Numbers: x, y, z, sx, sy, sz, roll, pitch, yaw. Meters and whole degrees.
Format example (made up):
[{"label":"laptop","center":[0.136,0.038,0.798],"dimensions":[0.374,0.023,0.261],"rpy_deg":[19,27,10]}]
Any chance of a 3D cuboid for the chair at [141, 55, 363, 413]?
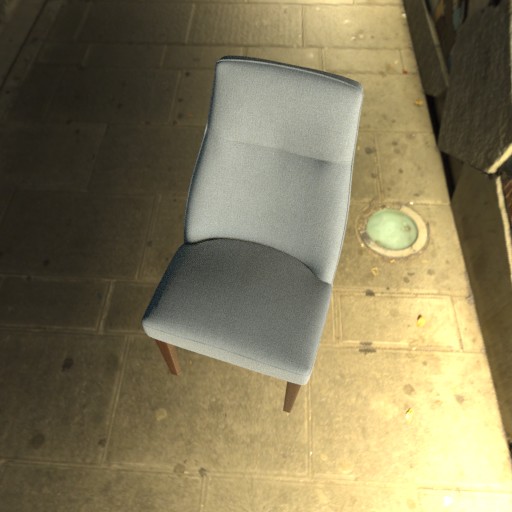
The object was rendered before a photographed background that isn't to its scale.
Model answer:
[{"label":"chair","center":[0.000,0.000,1.342],"dimensions":[0.500,0.930,0.620],"rpy_deg":[15,60,9]}]
